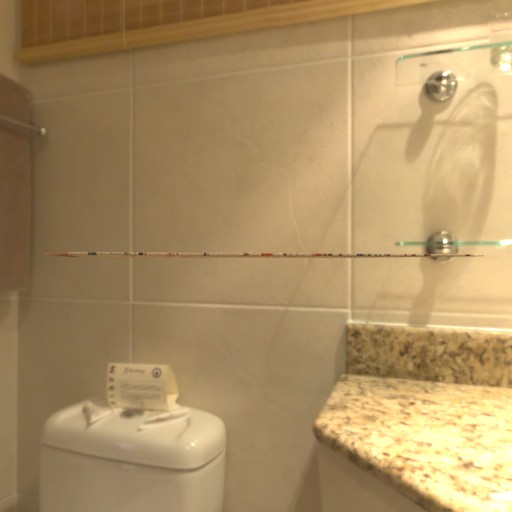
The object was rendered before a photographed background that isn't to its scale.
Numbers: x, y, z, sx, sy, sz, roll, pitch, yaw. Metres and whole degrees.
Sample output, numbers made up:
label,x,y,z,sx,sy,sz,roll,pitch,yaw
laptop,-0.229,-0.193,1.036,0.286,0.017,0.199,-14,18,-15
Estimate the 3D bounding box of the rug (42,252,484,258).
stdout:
label,x,y,z,sx,sy,sz,roll,pitch,yaw
rug,0.000,0.000,2.446,1.997,0.010,1.218,0,-1,-19
